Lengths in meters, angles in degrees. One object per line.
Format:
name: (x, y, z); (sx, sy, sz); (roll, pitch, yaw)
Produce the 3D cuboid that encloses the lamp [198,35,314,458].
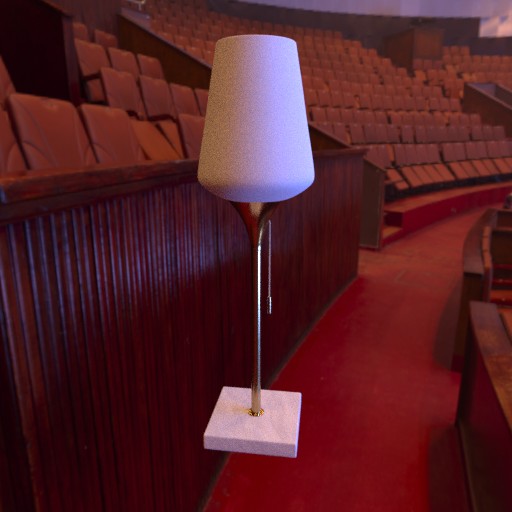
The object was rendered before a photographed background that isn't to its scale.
lamp: (0.000, 0.000, 0.726); (0.181, 0.639, 0.181); (2, 15, 8)
